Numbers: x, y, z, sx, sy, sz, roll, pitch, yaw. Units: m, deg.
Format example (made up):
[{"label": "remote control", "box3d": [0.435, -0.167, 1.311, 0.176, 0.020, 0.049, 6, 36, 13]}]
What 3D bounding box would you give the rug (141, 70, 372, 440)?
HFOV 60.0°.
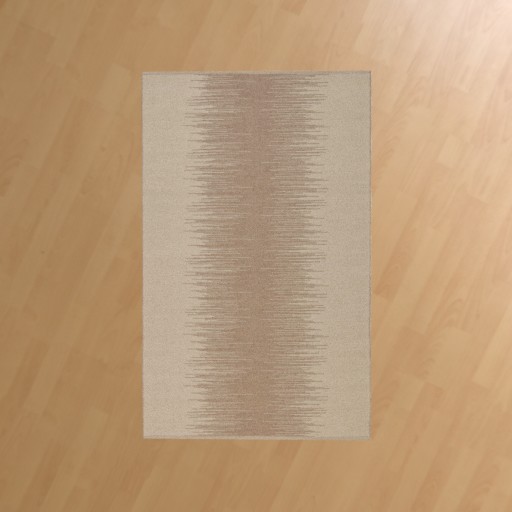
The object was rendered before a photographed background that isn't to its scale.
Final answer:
[{"label": "rug", "box3d": [0.000, 0.000, 2.935, 1.522, 0.012, 2.440, 0, 91, 1]}]
